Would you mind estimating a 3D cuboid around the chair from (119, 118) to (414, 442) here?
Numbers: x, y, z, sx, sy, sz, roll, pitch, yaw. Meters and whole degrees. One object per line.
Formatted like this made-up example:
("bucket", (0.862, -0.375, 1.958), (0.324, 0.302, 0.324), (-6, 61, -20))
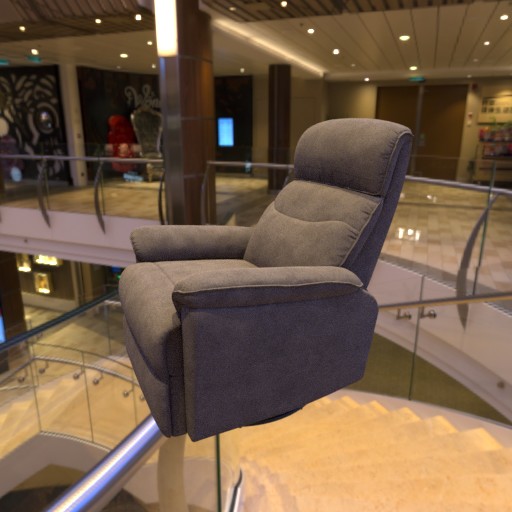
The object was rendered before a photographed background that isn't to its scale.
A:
("chair", (0.000, 0.000, 1.736), (1.009, 1.036, 0.830), (-8, 18, -24))
